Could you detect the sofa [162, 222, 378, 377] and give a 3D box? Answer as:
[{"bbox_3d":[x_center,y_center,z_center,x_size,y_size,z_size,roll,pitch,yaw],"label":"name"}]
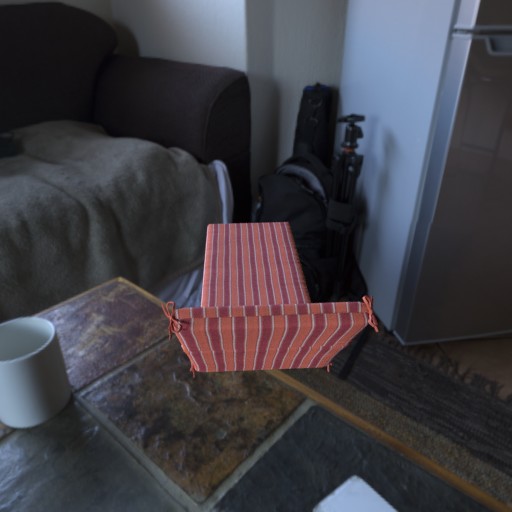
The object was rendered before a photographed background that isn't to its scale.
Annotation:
[{"bbox_3d":[0.000,0.000,1.970,0.582,0.622,1.663,-2,30,-3],"label":"sofa"}]
